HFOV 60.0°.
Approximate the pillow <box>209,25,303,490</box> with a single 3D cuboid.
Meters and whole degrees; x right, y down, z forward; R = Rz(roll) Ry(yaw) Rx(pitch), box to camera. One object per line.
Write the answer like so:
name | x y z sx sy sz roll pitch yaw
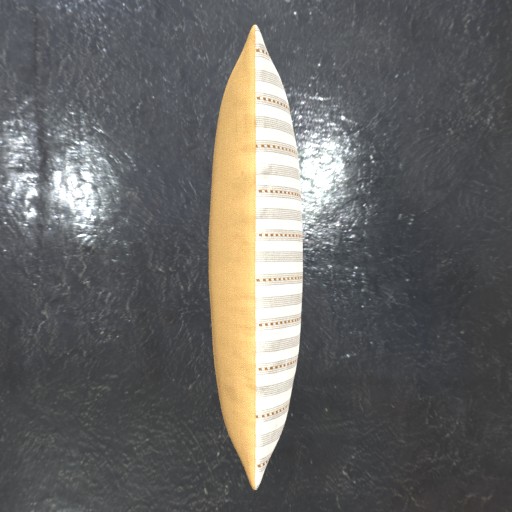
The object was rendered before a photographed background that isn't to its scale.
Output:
pillow | 0.000 0.000 0.718 0.151 0.291 0.608 0 90 -1
